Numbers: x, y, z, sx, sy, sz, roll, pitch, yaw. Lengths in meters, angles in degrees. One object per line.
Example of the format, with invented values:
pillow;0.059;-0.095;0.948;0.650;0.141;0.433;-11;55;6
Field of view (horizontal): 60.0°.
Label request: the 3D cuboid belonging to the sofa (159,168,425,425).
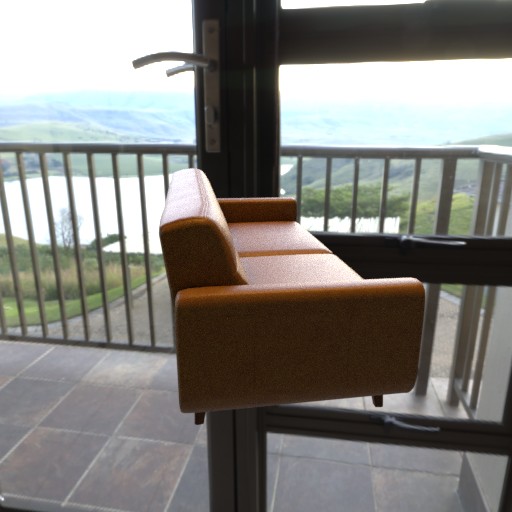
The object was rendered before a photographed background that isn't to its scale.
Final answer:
sofa;0.000;0.000;2.614;0.980;0.892;2.137;-2;17;-8
